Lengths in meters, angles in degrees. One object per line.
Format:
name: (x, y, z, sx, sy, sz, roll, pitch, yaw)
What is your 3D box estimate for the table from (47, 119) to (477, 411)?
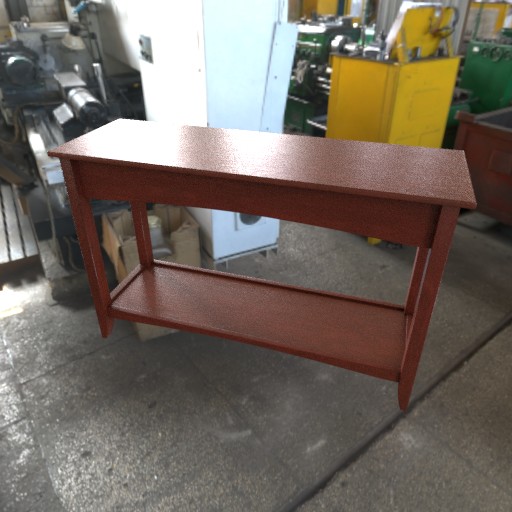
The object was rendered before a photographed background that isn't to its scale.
table: (0.000, 0.000, 1.520, 1.188, 0.739, 0.392, 10, 33, 15)
